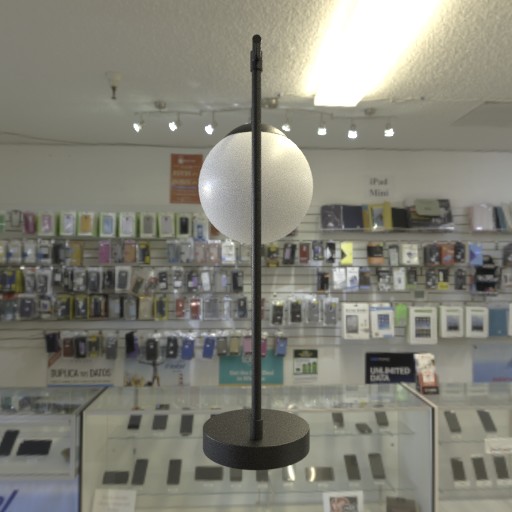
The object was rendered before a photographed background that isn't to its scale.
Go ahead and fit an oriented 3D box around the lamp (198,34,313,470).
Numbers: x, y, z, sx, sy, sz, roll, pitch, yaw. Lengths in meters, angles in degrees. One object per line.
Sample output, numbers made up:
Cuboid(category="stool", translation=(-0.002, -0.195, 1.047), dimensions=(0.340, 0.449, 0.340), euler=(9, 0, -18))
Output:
Cuboid(category="lamp", translation=(0.000, 0.000, 0.706), dimensions=(0.197, 0.559, 0.316), euler=(0, -1, 0))
